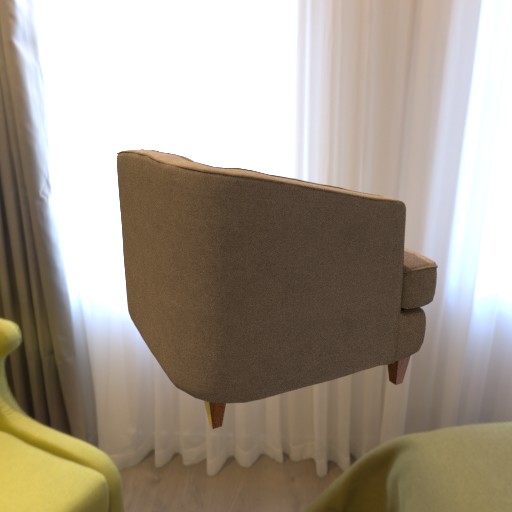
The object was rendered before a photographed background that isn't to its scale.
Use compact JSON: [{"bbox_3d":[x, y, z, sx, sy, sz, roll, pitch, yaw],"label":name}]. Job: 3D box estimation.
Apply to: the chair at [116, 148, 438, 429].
[{"bbox_3d":[0.000,0.000,1.805,0.941,0.852,1.104,-8,17,-27],"label":"chair"}]
